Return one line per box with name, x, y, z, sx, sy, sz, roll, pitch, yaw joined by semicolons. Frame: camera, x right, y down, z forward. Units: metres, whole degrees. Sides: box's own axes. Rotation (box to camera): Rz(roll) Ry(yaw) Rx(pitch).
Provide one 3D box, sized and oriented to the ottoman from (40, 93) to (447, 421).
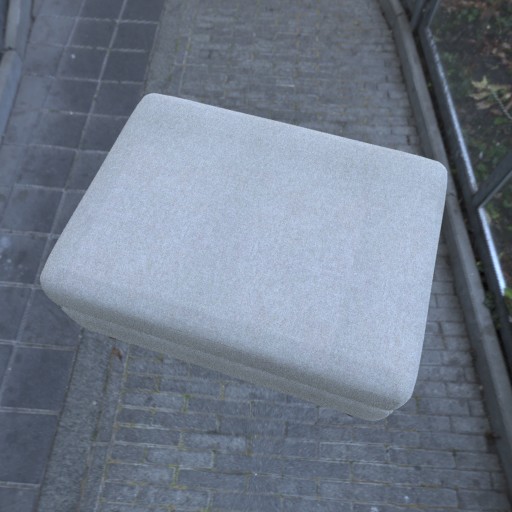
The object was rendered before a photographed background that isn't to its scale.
ottoman;0.000;0.000;1.183;0.823;0.478;0.610;16;65;8
